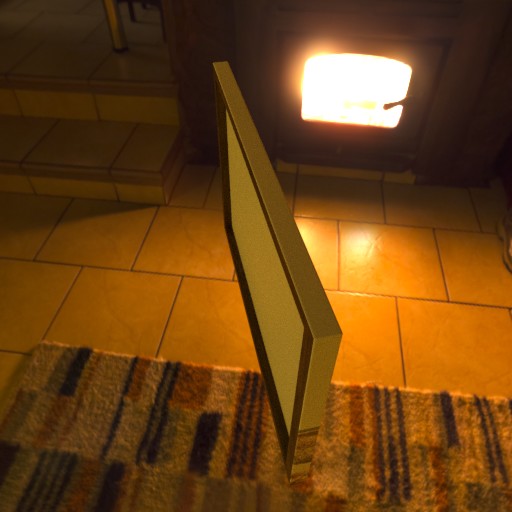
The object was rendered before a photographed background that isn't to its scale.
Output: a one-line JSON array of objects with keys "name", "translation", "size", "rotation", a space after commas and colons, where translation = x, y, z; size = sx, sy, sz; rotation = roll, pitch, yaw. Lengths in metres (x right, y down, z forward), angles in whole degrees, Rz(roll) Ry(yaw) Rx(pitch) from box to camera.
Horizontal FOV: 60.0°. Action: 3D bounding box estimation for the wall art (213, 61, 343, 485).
[{"name": "wall art", "translation": [0.000, 0.000, 1.404], "size": [0.051, 0.761, 1.138], "rotation": [-9, 47, -9]}]
